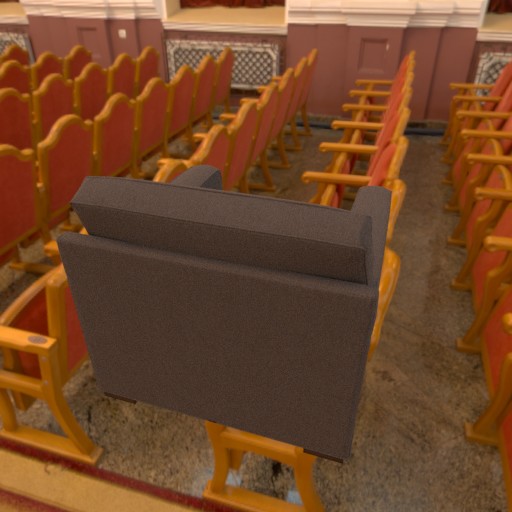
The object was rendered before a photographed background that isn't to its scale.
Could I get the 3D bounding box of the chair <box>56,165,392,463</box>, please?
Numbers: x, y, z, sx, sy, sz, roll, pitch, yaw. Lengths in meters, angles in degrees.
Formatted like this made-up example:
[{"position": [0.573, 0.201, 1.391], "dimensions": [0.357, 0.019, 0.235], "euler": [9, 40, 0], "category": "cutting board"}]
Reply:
[{"position": [0.000, 0.000, 1.819], "dimensions": [0.997, 0.913, 1.043], "euler": [10, 34, 15], "category": "chair"}]
